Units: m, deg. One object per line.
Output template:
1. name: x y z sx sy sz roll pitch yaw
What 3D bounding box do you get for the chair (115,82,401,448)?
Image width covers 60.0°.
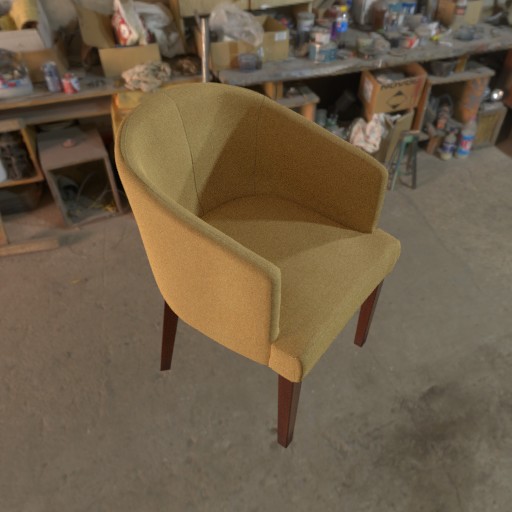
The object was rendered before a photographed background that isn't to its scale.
1. chair: 0.000 0.000 1.275 0.655 0.811 0.583 27 48 27
